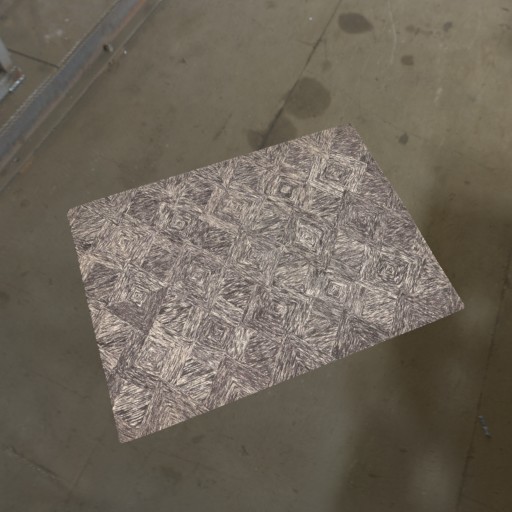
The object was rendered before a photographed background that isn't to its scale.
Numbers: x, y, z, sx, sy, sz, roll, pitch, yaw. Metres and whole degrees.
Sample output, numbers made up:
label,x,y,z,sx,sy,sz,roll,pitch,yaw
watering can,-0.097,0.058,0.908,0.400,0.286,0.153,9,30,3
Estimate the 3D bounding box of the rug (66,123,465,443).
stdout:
label,x,y,z,sx,sy,sz,roll,pitch,yaw
rug,0.000,0.000,5.410,4.093,0.020,2.997,-19,66,-9
